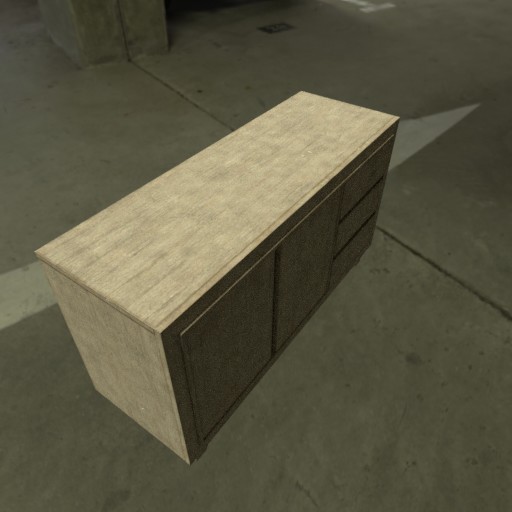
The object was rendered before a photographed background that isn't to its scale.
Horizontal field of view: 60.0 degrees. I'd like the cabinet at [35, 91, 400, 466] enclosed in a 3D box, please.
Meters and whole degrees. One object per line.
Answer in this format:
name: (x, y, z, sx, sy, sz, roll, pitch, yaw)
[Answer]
cabinet: (0.000, 0.000, 1.873, 0.511, 0.825, 1.460, 26, 48, 26)
